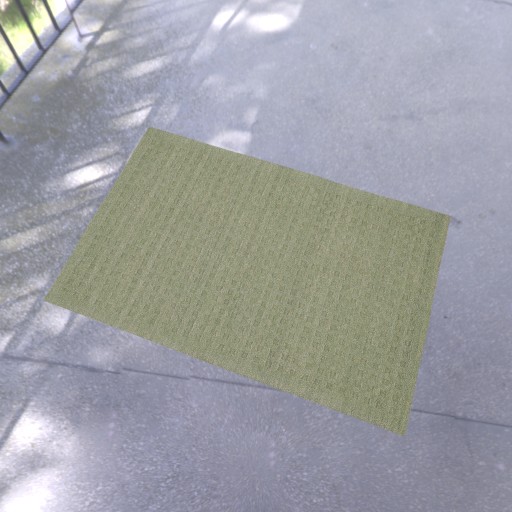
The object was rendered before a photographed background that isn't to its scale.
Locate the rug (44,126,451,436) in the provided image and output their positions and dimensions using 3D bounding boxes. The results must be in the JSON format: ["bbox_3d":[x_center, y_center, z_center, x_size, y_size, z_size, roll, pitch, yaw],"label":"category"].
[{"bbox_3d":[0.000,0.000,2.211,1.747,0.006,1.143,18,65,9],"label":"rug"}]
